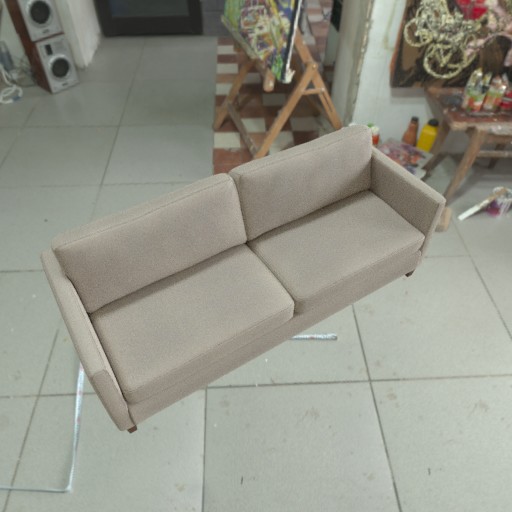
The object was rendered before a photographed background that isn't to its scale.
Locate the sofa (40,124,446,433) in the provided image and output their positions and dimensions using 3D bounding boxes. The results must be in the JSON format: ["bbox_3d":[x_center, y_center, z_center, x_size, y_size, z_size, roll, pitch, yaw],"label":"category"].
[{"bbox_3d":[0.000,0.000,2.868,2.361,0.968,0.951,-25,52,-21],"label":"sofa"}]
